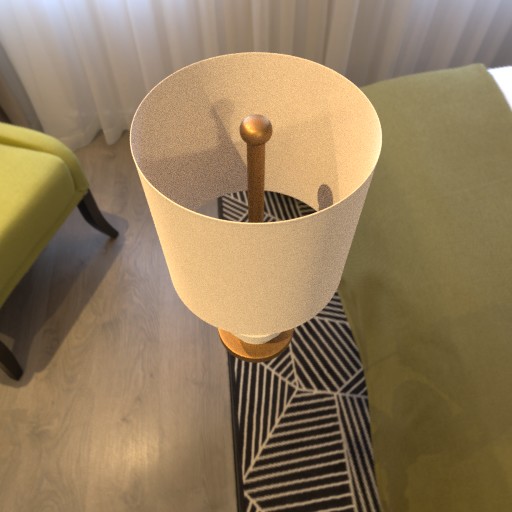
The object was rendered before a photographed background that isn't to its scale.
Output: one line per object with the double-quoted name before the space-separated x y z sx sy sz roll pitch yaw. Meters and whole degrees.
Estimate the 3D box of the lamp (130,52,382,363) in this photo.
"lamp" 0.000 0.000 0.540 0.210 0.410 0.210 -32 62 -19
